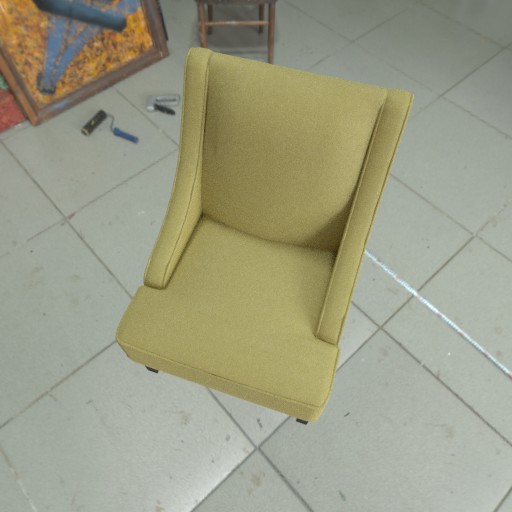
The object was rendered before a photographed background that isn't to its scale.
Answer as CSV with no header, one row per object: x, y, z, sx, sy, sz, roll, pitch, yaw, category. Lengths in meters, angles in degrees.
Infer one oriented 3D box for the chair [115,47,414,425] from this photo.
0.000,0.000,1.477,0.696,0.896,0.814,16,60,9,chair
